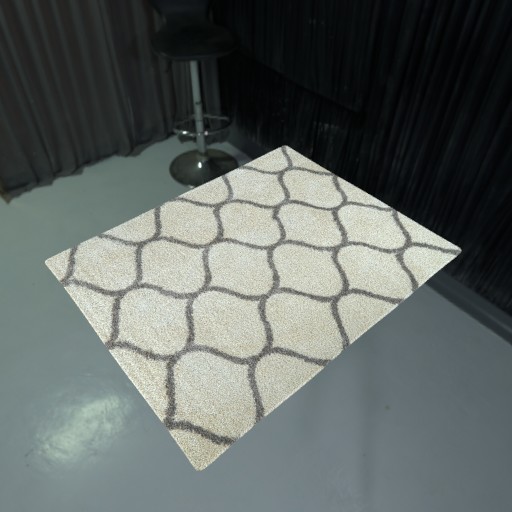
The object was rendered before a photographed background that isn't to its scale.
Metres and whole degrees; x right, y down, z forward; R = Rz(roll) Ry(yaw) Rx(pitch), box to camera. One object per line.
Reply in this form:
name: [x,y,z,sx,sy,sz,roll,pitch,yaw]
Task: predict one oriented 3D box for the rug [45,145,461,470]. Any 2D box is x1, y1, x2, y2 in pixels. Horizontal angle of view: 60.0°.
rug: [0.000,0.000,4.060,3.000,0.026,2.399,-32,53,-27]
